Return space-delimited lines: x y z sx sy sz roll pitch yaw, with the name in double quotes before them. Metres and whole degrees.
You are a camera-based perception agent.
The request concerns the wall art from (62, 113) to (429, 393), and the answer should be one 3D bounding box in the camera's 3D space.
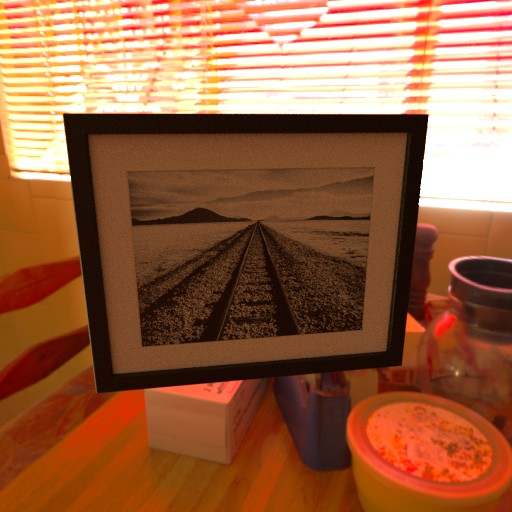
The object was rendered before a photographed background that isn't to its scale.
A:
"wall art" 0.000 0.000 0.749 0.559 0.458 0.029 -3 17 -9
